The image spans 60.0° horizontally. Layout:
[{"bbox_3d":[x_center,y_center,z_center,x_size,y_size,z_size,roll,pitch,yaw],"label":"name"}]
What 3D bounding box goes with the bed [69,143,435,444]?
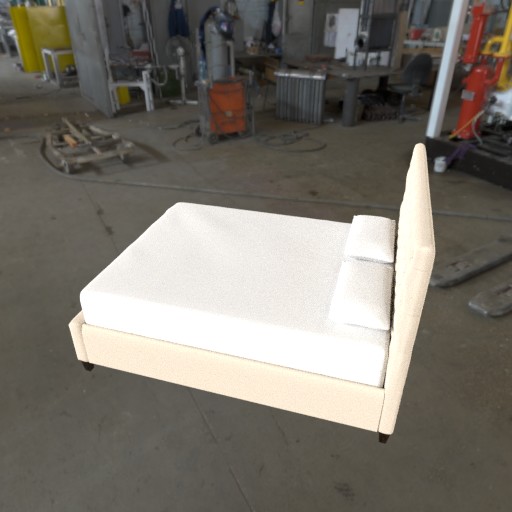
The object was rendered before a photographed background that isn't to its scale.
[{"bbox_3d":[0.000,0.000,3.338,2.233,1.426,1.696,9,32,14],"label":"bed"}]
